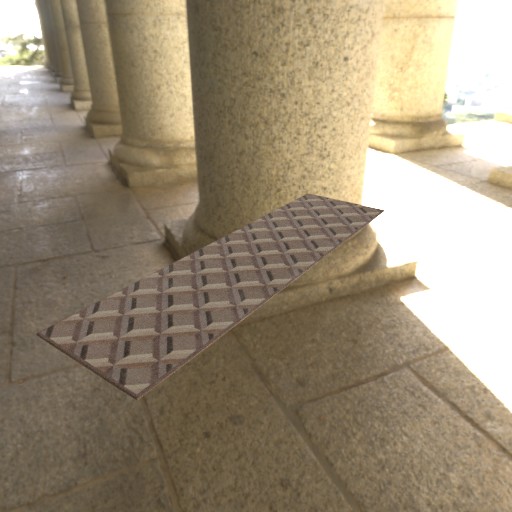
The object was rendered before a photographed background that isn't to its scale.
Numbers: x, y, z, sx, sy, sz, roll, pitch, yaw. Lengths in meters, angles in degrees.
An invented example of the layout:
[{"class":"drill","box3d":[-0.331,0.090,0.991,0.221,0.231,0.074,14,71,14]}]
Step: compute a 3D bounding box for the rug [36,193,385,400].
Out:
[{"class":"rug","box3d":[0.000,0.000,2.696,0.685,0.013,2.437,18,32,32]}]
